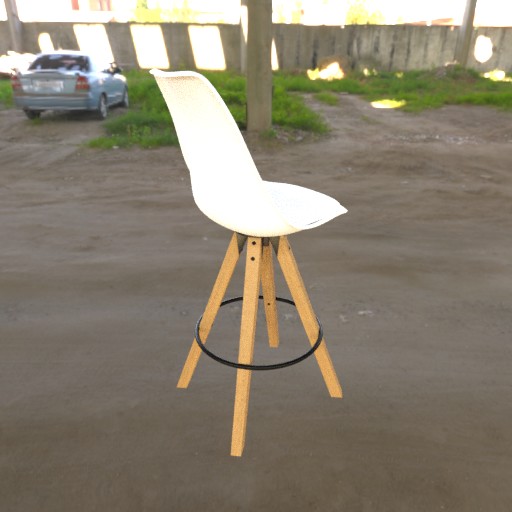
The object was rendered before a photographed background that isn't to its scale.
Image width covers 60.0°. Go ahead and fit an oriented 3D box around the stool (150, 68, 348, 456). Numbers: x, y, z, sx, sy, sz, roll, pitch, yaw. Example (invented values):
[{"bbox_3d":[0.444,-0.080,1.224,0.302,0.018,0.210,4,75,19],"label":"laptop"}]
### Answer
[{"bbox_3d":[0.000,0.000,1.424,0.549,1.115,0.482,-17,30,-32],"label":"stool"}]
